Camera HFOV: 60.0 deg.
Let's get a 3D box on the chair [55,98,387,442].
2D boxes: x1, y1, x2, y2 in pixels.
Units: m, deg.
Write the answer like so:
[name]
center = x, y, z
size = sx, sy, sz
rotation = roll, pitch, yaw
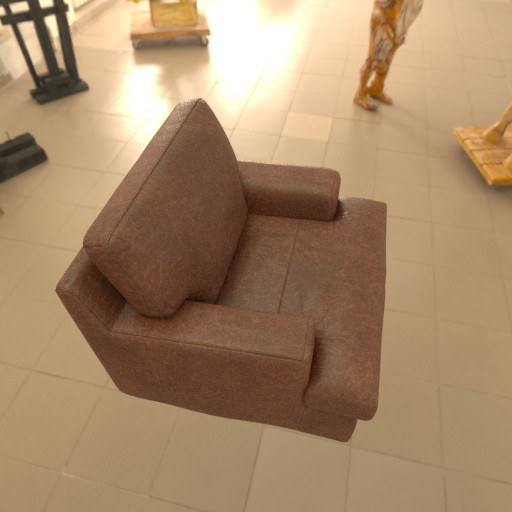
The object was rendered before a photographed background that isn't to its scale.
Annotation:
[chair]
center = 0.000, 0.000, 1.949
size = 1.143, 0.939, 1.168
rotation = 10, 48, 9
